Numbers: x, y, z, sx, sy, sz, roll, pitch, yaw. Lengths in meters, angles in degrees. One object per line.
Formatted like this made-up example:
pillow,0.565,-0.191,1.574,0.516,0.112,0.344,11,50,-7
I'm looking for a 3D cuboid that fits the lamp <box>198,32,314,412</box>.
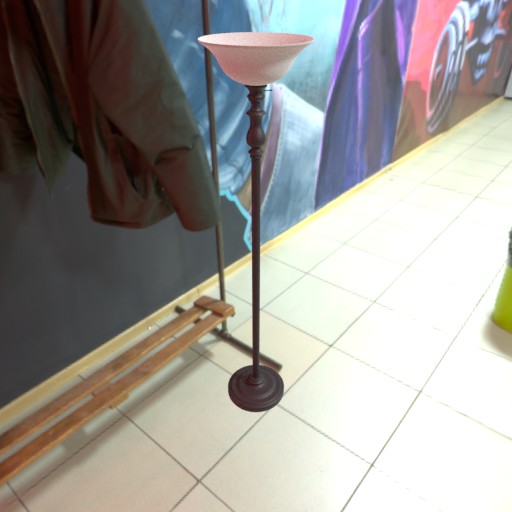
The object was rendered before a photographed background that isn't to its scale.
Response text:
lamp,0.000,0.000,2.026,0.405,1.797,0.405,-10,33,-15
